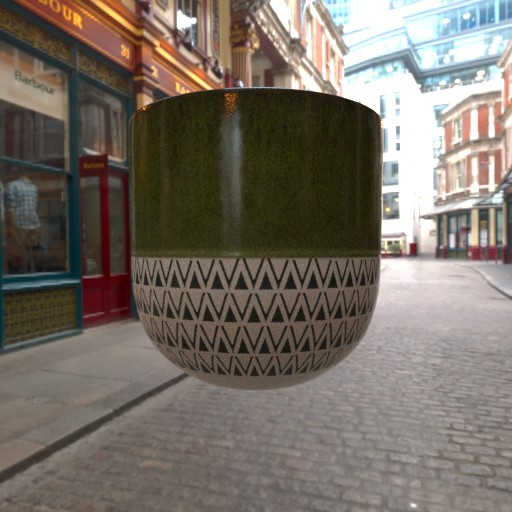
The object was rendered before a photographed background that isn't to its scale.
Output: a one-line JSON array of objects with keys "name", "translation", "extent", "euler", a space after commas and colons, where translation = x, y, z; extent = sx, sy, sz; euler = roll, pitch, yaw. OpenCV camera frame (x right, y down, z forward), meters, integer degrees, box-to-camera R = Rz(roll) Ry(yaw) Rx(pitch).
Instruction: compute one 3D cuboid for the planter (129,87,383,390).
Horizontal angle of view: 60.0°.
[{"name": "planter", "translation": [0.000, 0.000, 0.483], "extent": [0.266, 0.270, 0.266], "euler": [0, 1, 0]}]
